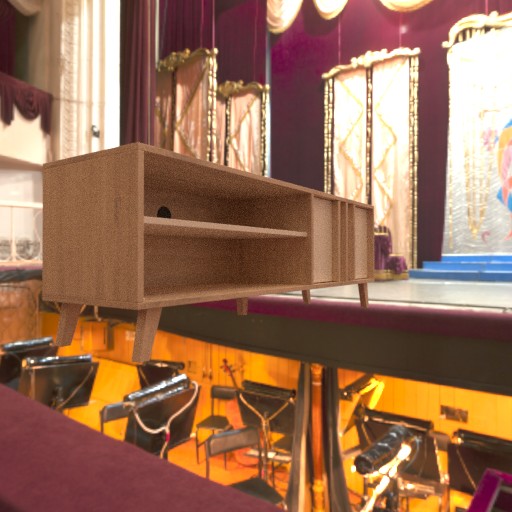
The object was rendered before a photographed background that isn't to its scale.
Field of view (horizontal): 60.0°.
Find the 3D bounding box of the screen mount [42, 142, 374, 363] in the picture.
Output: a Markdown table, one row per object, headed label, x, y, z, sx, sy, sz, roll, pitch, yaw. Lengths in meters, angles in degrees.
| label | x | y | z | sx | sy | sz | roll | pitch | yaw |
| --- | --- | --- | --- | --- | --- | --- | --- | --- | --- |
| screen mount | 0.000 | 0.000 | 1.734 | 0.400 | 0.510 | 1.500 | 0 | 0 | 35 |
